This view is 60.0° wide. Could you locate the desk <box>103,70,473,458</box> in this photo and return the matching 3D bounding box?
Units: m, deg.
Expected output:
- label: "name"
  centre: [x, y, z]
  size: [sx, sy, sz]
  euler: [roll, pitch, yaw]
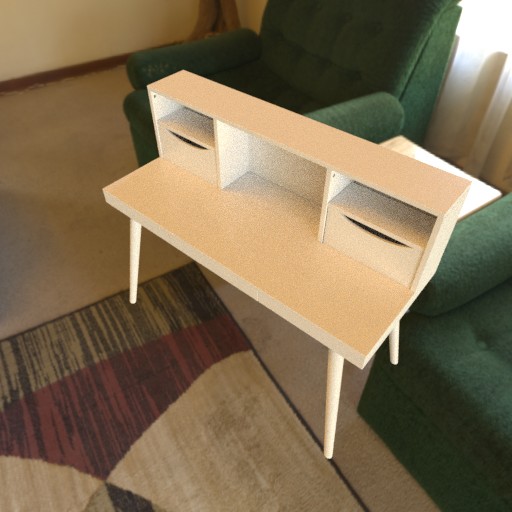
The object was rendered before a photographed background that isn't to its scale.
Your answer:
- label: "desk"
  centre: [0.000, 0.000, 1.751]
  size: [1.199, 0.990, 0.559]
  euler: [31, 53, 27]
